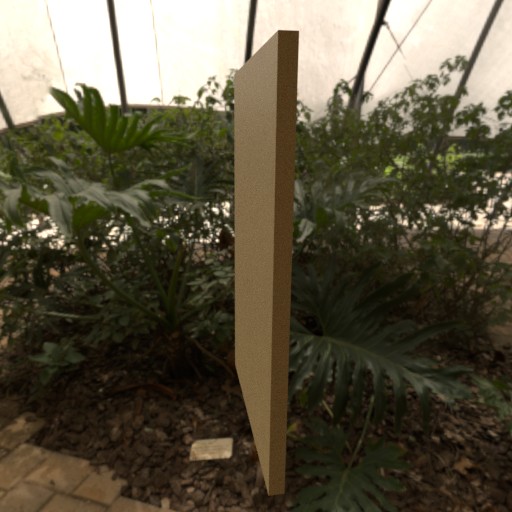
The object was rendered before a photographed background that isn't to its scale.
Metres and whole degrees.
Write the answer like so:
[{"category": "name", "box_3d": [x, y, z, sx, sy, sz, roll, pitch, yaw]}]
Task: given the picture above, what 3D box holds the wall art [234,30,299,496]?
[{"category": "wall art", "box_3d": [0.000, 0.000, 0.983, 0.039, 0.810, 0.510, -3, 16, -9]}]
